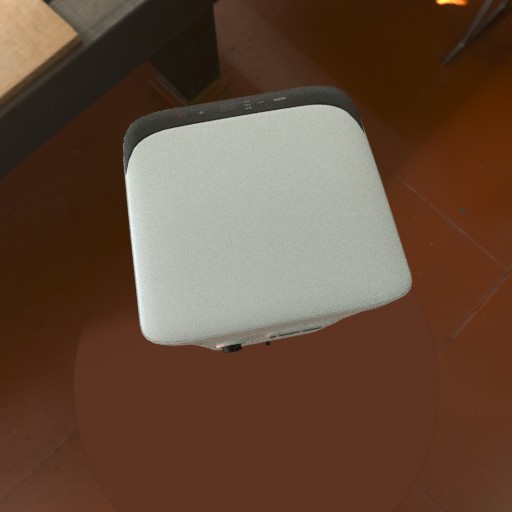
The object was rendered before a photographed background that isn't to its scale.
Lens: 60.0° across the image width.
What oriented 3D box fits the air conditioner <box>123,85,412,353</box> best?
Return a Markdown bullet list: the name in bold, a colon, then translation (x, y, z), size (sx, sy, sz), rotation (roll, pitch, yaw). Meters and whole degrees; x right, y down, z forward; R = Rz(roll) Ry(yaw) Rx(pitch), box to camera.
- **air conditioner**: translation (0.000, 0.000, 0.932), size (0.352, 0.716, 0.369), rotation (-10, 76, -3)
